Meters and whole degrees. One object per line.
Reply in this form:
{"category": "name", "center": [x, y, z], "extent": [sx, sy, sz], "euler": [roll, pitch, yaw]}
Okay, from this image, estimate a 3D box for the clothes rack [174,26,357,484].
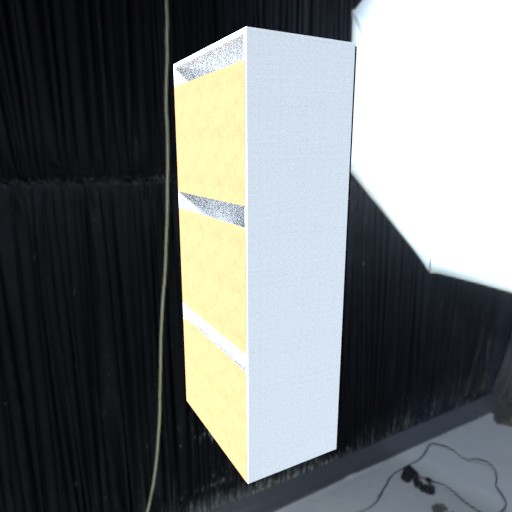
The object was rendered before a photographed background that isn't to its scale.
{"category": "clothes rack", "center": [0.000, 0.000, 1.410], "extent": [0.330, 1.187, 0.500], "euler": [-7, 15, -28]}
